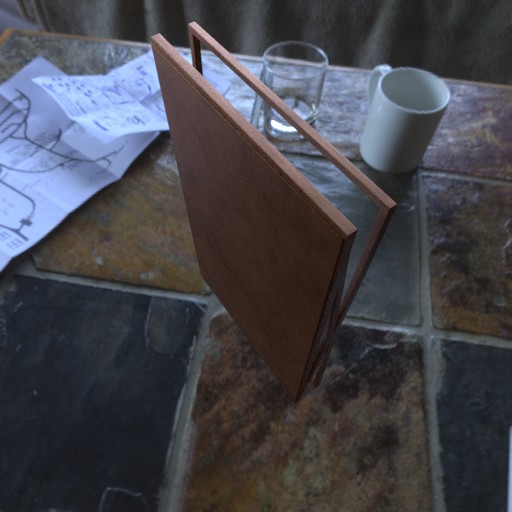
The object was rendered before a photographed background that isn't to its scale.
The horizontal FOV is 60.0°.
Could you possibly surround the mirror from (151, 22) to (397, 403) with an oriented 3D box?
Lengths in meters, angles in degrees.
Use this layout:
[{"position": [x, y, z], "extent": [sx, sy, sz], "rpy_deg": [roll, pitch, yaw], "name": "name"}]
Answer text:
[{"position": [0.000, 0.000, 0.936], "extent": [0.082, 0.768, 0.468], "rpy_deg": [-31, 63, -18], "name": "mirror"}]
